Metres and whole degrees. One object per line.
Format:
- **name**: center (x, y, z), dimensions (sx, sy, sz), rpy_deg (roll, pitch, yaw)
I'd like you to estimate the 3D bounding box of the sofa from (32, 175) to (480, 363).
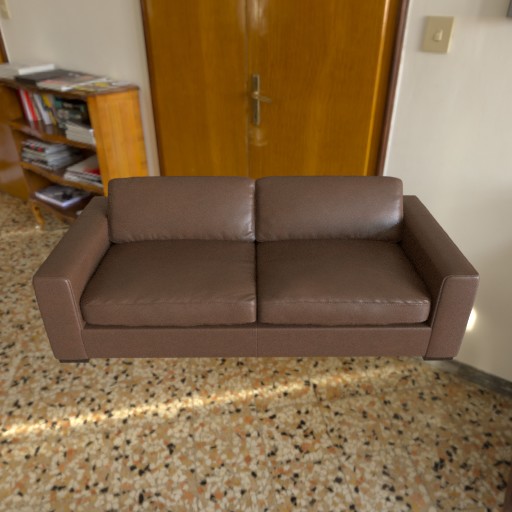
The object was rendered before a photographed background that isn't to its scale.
- **sofa**: center (0.000, 0.000, 2.724), dimensions (2.262, 0.801, 1.070), rpy_deg (0, 31, 0)
